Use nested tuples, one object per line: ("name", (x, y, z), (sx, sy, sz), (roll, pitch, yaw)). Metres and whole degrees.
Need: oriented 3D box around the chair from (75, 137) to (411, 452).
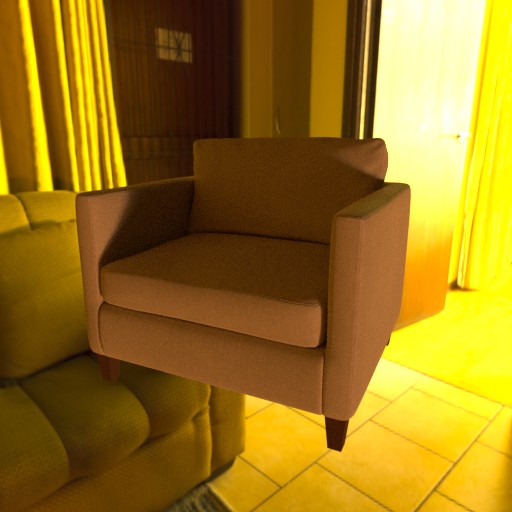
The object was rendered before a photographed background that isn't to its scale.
("chair", (0.000, 0.000, 1.854), (1.107, 0.961, 0.959), (7, 17, 25))
